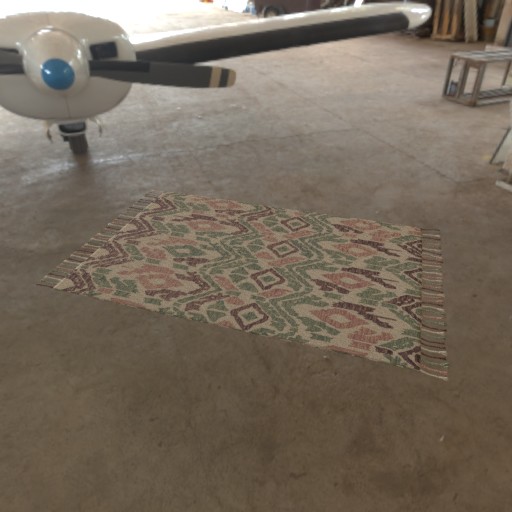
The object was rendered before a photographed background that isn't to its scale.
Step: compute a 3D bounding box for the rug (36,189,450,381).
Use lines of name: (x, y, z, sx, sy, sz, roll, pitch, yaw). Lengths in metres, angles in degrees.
rug: (0.000, 0.000, 3.032, 2.438, 0.011, 1.524, 10, 34, 15)
